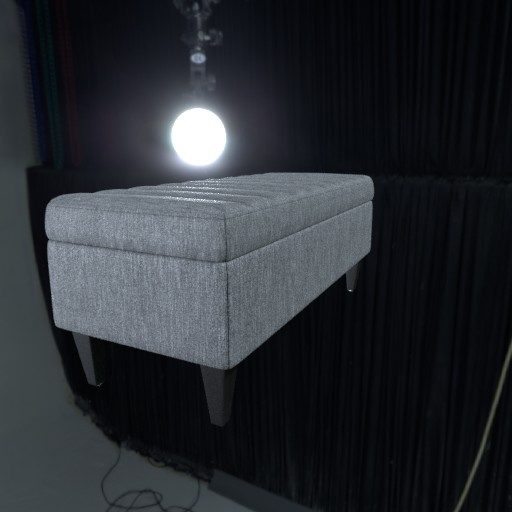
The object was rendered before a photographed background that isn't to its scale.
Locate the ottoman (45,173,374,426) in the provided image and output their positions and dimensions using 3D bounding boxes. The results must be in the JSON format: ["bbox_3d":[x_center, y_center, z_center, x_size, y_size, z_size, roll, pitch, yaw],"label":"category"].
[{"bbox_3d":[0.000,0.000,1.403,0.482,0.469,1.151,7,15,26],"label":"ottoman"}]
